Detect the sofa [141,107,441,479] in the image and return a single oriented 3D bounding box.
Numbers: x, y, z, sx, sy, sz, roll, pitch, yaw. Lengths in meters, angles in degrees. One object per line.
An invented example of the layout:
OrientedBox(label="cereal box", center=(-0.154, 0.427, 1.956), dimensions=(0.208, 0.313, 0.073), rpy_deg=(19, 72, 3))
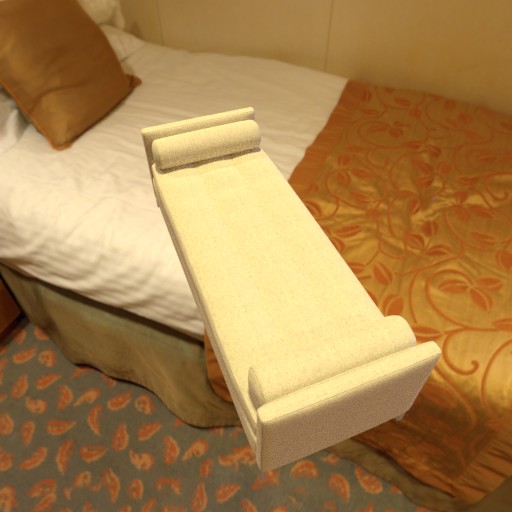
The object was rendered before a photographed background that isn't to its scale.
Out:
OrientedBox(label="sofa", center=(0.000, 0.000, 2.535), dimensions=(0.797, 0.655, 2.102), rpy_deg=(-16, 49, -15))
